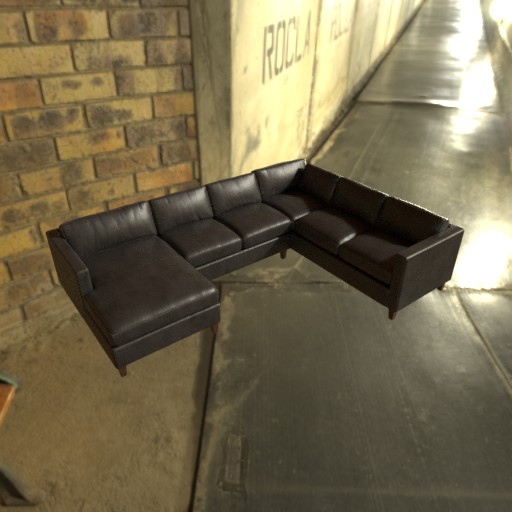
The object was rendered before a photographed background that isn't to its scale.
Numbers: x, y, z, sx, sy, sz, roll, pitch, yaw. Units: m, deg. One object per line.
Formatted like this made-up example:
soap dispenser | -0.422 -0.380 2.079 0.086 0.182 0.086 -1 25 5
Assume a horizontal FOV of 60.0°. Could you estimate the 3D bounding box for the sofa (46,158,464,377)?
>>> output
sofa | 0.000 0.000 4.494 3.324 0.891 2.452 -21 37 -31
